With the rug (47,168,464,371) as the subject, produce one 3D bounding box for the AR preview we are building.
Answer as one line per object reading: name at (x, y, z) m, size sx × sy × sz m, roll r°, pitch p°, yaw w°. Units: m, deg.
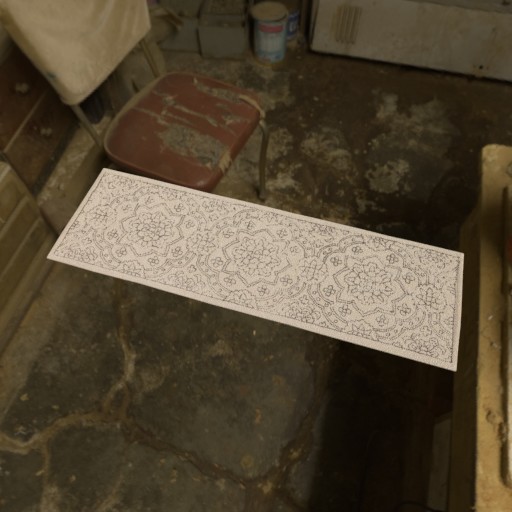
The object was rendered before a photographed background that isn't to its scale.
rug at (0.000, 0.000, 2.714) m, size 2.448 × 0.012 × 0.769 m, roll 14°, pitch 60°, yaw 9°
